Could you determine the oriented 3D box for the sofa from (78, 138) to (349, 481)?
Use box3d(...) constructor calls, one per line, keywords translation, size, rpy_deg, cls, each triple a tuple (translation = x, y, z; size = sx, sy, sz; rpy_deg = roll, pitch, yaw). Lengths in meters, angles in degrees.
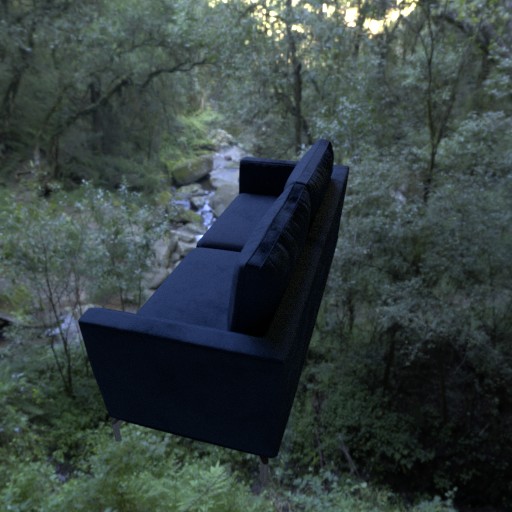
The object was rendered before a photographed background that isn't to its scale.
box3d(translation=(0.000, 0.000, 2.678), size=(0.853, 0.998, 2.212), rpy_deg=(8, 31, 14), cls="sofa")
